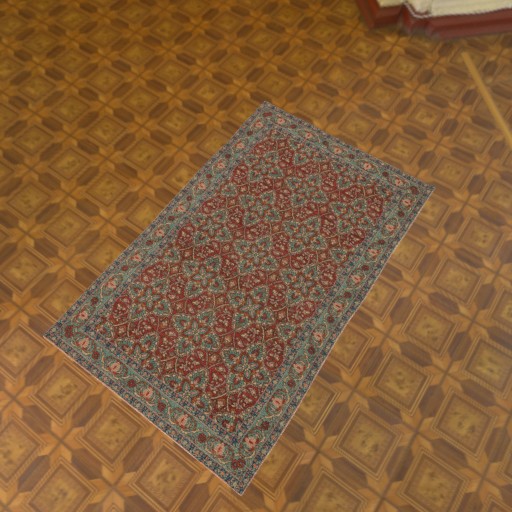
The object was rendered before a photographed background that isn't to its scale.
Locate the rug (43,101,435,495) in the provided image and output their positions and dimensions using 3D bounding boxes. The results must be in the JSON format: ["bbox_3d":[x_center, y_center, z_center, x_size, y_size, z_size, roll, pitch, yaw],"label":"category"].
[{"bbox_3d":[0.000,0.000,3.009,1.533,0.011,2.439,32,67,15],"label":"rug"}]
